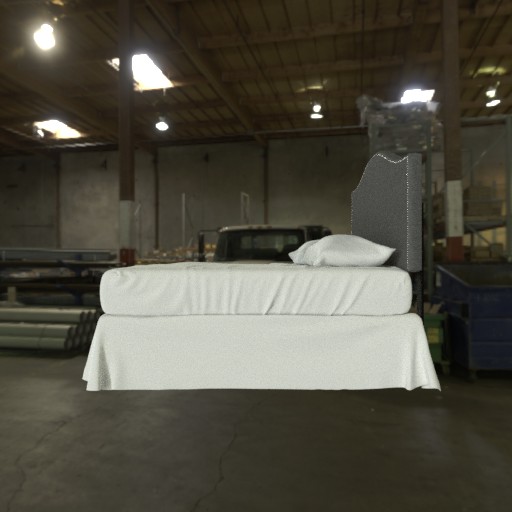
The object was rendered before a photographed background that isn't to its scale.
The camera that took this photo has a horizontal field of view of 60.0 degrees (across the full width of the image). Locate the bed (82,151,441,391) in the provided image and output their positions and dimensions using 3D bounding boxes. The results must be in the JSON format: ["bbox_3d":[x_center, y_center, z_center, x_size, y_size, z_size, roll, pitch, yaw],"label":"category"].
[{"bbox_3d":[0.000,0.000,3.532,2.221,1.645,1.876,0,0,-1],"label":"bed"}]
